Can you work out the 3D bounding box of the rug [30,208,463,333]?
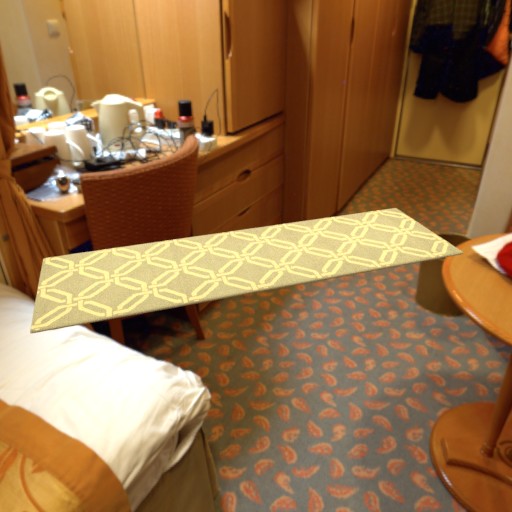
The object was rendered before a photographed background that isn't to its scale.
[{"bbox_3d":[0.000,0.000,2.501,2.276,0.014,0.678,-9,31,-16],"label":"rug"}]
